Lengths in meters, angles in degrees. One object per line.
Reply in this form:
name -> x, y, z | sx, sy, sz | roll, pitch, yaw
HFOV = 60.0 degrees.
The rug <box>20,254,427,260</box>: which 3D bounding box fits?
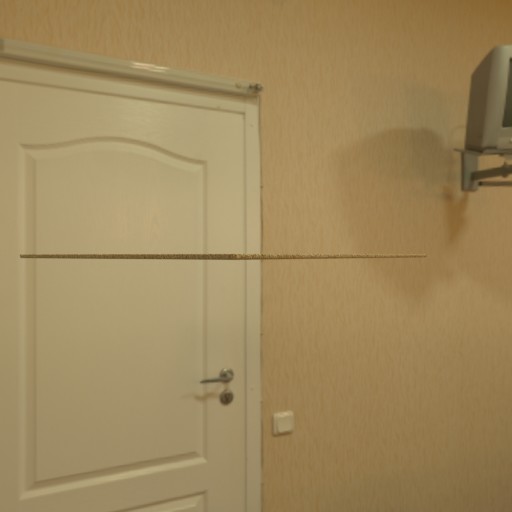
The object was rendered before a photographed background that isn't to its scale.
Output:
rug -> 0.000, 0.000, 3.409 | 1.800, 0.025, 2.699 | 0, 0, 37
